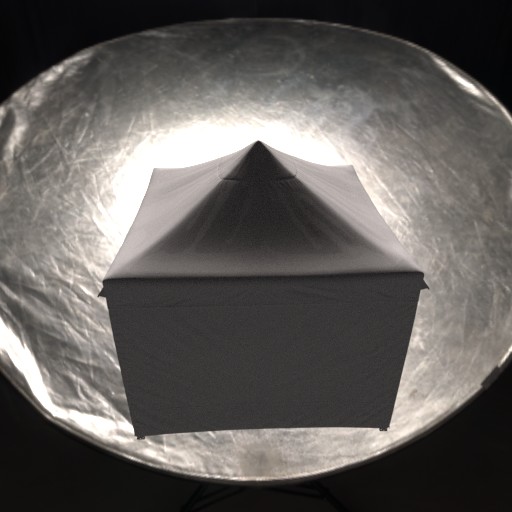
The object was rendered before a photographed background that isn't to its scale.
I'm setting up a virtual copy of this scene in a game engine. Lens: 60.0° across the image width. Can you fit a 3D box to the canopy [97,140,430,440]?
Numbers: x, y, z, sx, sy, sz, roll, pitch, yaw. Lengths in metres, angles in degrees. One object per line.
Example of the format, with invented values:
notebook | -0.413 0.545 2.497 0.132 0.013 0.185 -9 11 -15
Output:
canopy | 0.000 0.000 5.608 3.043 2.997 3.121 -1 31 -2
